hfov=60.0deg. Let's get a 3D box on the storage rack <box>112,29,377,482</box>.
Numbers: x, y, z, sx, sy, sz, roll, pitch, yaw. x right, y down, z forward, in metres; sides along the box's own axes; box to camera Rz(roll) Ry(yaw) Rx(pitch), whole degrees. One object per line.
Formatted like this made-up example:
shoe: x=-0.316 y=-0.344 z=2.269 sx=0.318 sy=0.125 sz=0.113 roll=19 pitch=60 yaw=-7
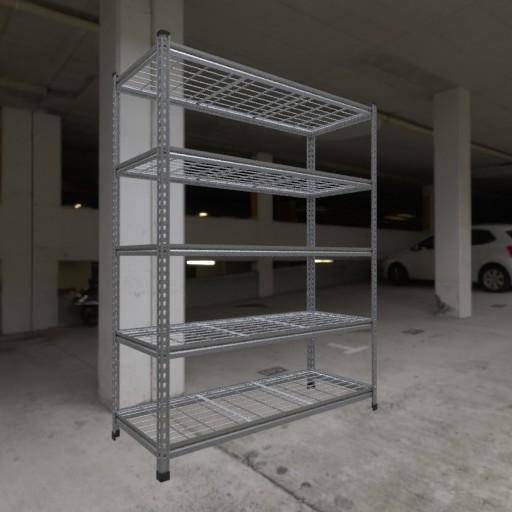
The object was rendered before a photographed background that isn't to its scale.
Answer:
storage rack: x=0.000 y=0.000 z=2.639 sx=1.524 sy=1.981 sz=0.610 roll=0 pitch=0 yaw=-38
